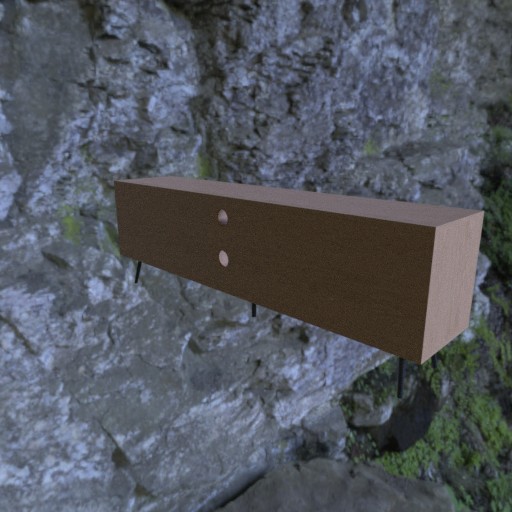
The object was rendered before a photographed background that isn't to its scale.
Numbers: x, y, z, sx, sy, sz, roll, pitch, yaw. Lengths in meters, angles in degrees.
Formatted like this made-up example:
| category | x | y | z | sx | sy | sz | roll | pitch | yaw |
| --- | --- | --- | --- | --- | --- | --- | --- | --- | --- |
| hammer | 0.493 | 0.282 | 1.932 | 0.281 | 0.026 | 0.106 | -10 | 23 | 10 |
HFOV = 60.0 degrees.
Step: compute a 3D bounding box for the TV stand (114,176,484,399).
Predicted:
| category | x | y | z | sx | sy | sz | roll | pitch | yaw |
| --- | --- | --- | --- | --- | --- | --- | --- | --- | --- |
| TV stand | 0.000 | 0.000 | 2.004 | 1.760 | 0.580 | 0.400 | 15 | 21 | 43 |
